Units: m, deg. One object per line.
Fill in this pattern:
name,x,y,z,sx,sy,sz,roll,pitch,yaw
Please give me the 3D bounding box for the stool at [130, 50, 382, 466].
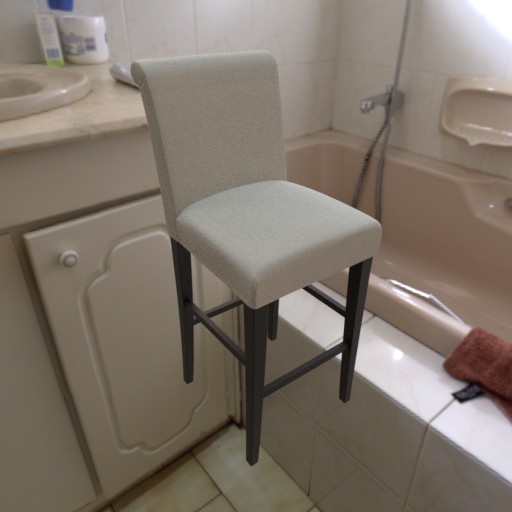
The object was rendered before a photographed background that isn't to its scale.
stool,0.000,0.000,1.404,0.452,1.124,0.597,-21,36,-31
